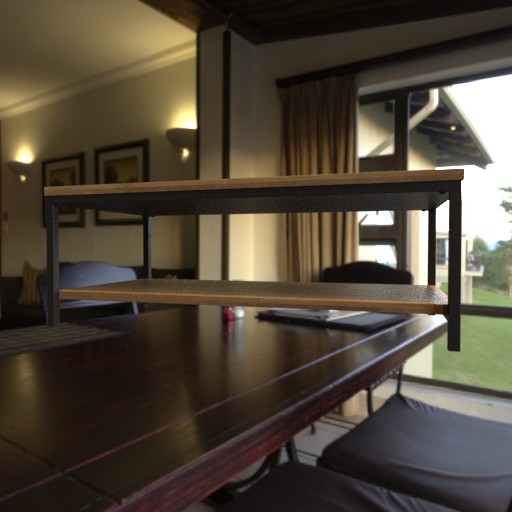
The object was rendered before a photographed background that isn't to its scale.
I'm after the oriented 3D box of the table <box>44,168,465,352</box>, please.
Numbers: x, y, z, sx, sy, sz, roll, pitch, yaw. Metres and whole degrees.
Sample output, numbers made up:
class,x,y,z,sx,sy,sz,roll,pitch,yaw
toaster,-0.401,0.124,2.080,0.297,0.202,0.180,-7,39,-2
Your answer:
class,x,y,z,sx,sy,sz,roll,pitch,yaw
table,0.000,0.000,1.378,1.100,0.399,0.551,0,1,17
